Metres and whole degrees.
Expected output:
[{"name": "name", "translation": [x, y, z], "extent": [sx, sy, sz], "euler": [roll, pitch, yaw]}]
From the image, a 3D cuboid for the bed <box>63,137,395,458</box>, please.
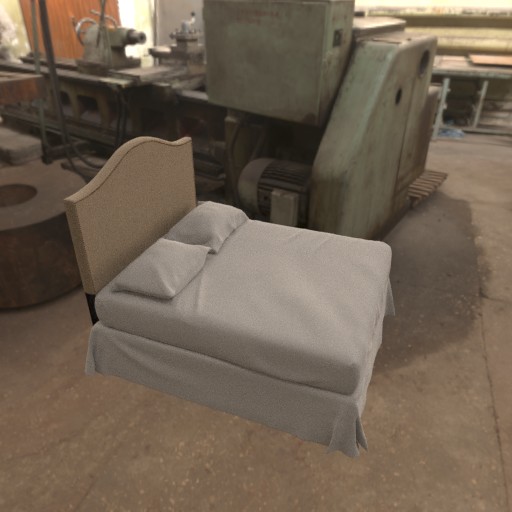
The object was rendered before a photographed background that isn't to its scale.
[{"name": "bed", "translation": [0.000, 0.000, 3.498], "extent": [2.221, 1.645, 1.876], "euler": [11, 32, 18]}]
